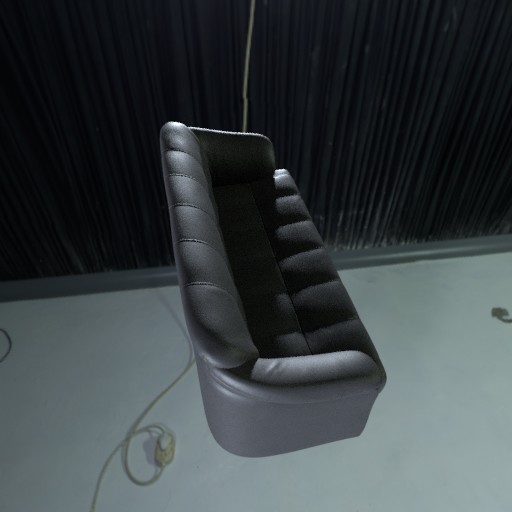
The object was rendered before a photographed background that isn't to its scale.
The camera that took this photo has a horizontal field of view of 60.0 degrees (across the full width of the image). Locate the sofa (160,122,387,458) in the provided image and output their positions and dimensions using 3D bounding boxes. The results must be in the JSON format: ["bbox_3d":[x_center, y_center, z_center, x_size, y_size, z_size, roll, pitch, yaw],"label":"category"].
[{"bbox_3d":[0.000,0.000,2.298,0.800,0.811,1.829,-9,46,-9],"label":"sofa"}]
